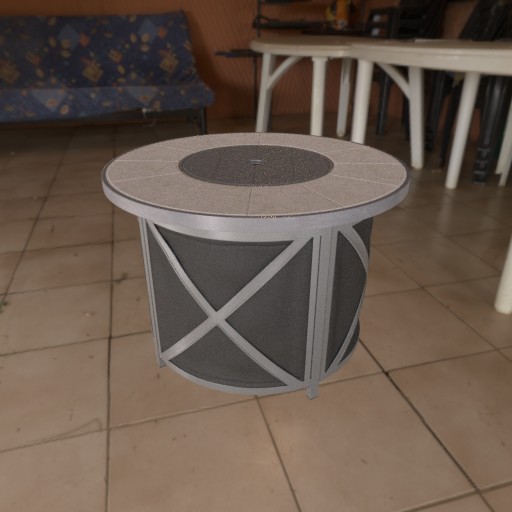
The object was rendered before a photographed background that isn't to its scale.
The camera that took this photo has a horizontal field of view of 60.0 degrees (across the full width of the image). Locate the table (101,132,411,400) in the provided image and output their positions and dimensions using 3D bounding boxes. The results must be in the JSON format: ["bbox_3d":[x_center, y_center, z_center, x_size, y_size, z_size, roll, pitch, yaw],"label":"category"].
[{"bbox_3d":[0.000,0.000,1.518,0.914,0.650,0.914,0,27,0],"label":"table"}]
